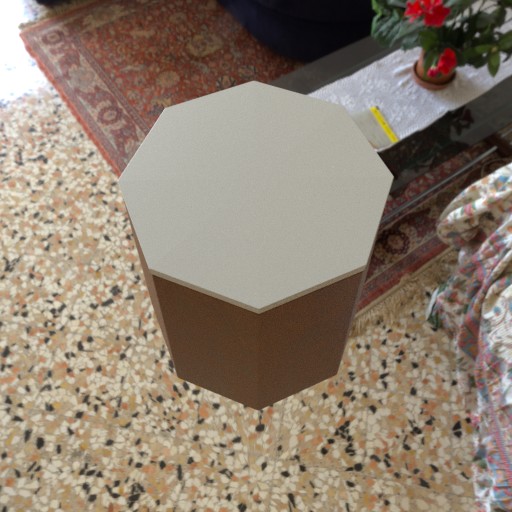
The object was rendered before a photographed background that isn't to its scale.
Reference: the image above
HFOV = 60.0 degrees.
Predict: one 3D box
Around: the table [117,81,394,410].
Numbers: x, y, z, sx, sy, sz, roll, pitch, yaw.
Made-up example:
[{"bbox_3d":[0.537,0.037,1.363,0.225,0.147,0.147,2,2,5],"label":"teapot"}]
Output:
[{"bbox_3d":[0.000,0.000,0.798,0.439,0.457,0.439,18,64,9],"label":"table"}]
